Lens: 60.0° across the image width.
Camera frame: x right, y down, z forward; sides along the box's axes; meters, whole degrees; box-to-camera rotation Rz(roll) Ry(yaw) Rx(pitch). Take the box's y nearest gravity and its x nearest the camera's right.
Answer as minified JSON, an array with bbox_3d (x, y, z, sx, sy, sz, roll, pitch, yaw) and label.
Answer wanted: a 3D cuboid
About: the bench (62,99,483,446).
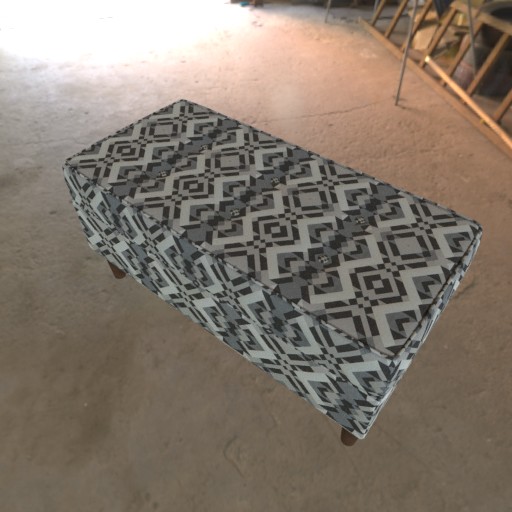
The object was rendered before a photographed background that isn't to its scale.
[{"bbox_3d":[0.000,0.000,1.281,1.016,0.477,0.492,30,53,25],"label":"bench"}]
